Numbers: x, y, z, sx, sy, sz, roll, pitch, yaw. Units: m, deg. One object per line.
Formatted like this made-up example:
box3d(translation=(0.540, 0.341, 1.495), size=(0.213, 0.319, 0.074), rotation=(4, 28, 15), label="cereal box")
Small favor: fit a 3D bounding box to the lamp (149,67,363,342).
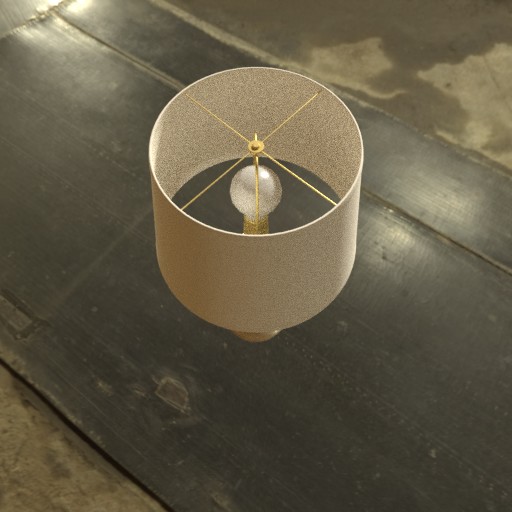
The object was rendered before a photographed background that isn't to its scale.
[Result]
box3d(translation=(0.000, 0.000, 0.800), size=(0.328, 0.612, 0.328), rotation=(0, 64, 0), label="lamp")
